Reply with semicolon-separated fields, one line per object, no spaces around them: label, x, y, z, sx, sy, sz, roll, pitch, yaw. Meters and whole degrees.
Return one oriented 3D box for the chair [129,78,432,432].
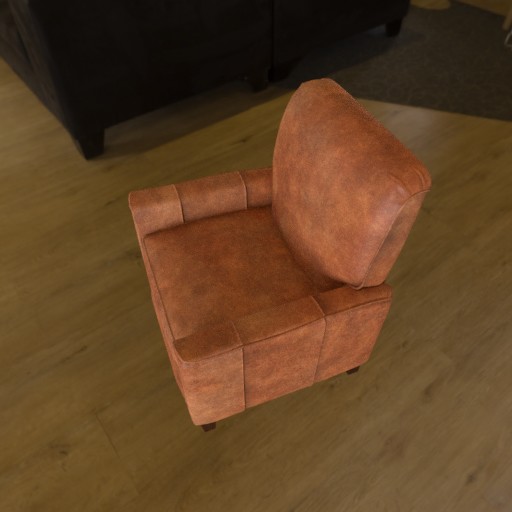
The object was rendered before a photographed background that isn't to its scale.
chair;0.000;0.000;1.709;0.836;1.043;0.843;-16;50;-14
